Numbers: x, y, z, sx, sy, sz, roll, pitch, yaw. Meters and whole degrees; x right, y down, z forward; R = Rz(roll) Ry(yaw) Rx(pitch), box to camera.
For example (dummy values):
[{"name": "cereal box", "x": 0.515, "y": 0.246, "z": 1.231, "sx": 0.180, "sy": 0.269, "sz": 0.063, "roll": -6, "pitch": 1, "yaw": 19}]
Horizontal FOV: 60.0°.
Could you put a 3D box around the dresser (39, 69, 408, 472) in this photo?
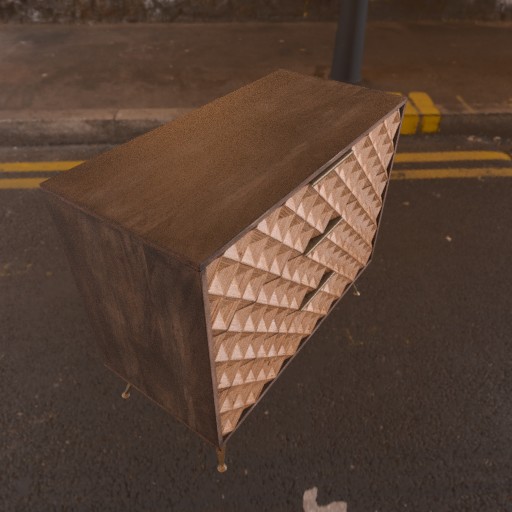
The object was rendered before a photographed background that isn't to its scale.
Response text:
[{"name": "dresser", "x": 0.000, "y": 0.000, "z": 1.369, "sx": 0.453, "sy": 0.801, "sz": 0.923, "roll": 25, "pitch": 46, "yaw": 27}]
